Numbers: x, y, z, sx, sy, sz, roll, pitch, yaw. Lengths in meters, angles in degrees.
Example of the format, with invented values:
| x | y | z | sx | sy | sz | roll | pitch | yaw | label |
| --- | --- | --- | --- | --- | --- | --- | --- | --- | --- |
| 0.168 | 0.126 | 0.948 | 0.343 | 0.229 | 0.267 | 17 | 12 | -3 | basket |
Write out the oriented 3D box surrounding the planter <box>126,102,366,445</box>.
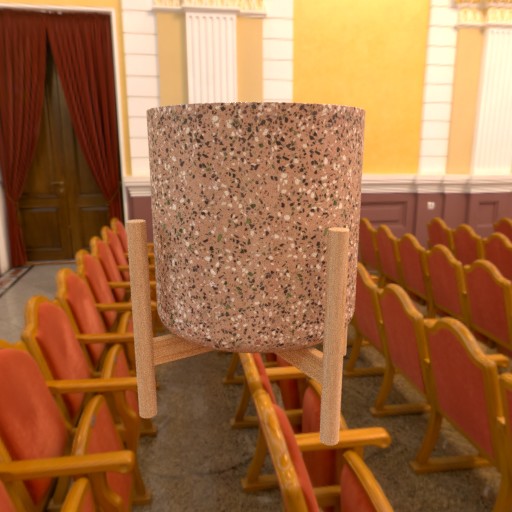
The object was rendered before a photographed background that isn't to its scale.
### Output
| x | y | z | sx | sy | sz | roll | pitch | yaw | label |
| --- | --- | --- | --- | --- | --- | --- | --- | --- | --- |
| 0.000 | 0.000 | 0.679 | 0.360 | 0.419 | 0.360 | -2 | 14 | -9 | planter |
